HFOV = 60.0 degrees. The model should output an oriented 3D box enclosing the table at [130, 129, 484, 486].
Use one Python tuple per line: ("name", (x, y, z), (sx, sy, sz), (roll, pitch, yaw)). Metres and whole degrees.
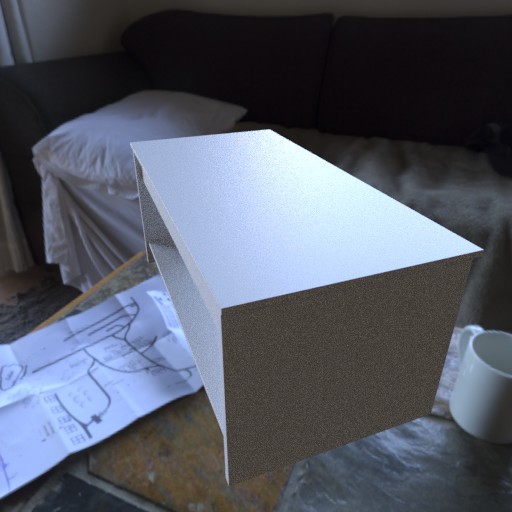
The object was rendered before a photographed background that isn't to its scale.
("table", (0.000, 0.000, 1.239), (0.500, 0.441, 1.000), (-11, 31, -19))
